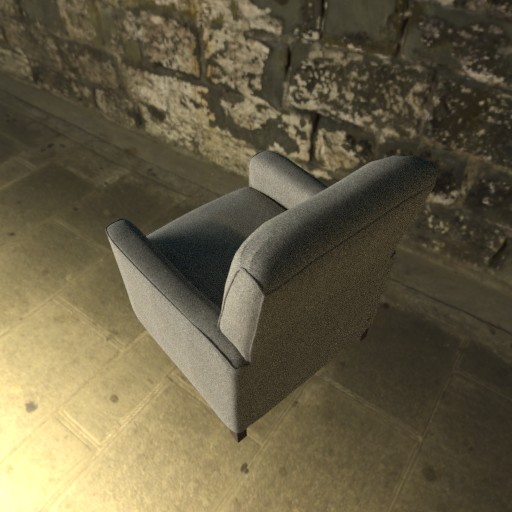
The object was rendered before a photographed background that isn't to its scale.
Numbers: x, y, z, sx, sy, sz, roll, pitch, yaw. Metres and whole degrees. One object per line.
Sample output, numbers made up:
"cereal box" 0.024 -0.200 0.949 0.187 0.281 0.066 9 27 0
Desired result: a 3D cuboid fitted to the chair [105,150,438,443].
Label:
"chair" 0.000 0.000 1.669 0.841 1.028 0.858 -32 54 -26
